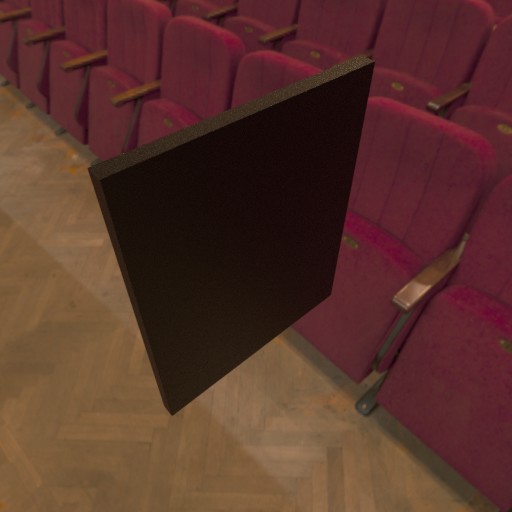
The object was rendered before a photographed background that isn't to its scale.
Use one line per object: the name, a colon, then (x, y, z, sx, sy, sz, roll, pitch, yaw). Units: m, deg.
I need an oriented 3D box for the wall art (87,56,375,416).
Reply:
wall art: (0.000, 0.000, 0.772, 0.457, 0.557, 0.028, -32, 54, -28)
